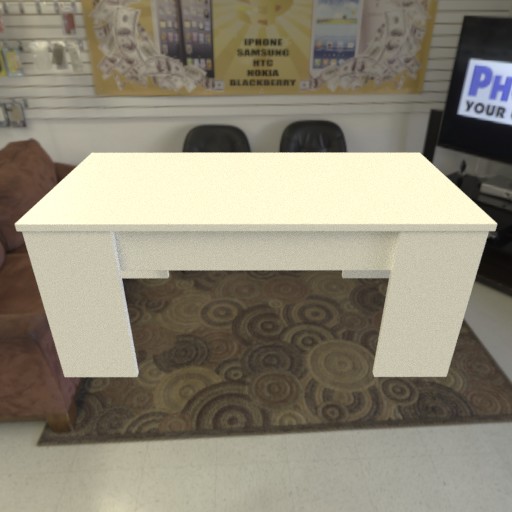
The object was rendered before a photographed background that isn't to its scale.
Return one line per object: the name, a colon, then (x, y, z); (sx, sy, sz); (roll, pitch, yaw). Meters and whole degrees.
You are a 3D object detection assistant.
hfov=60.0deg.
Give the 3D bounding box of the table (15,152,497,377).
table: (0.000, 0.000, 1.243); (1.000, 0.440, 0.500); (0, 30, 0)
